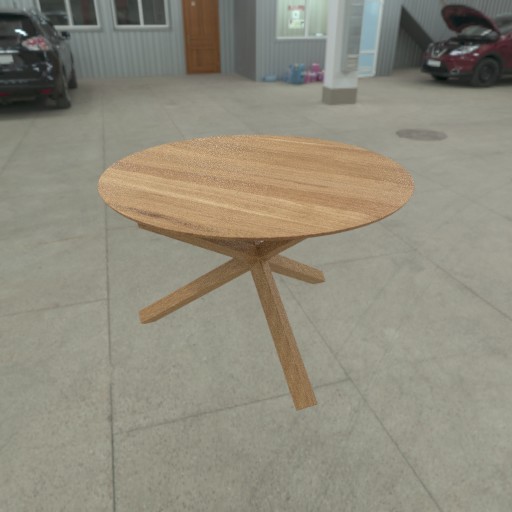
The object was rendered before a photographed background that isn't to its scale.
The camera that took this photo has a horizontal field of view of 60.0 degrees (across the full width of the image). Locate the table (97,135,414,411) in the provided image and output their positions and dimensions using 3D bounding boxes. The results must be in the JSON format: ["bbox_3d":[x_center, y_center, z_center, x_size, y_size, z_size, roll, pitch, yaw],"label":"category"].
[{"bbox_3d":[0.000,0.000,1.680,1.038,0.666,1.038,0,29,0],"label":"table"}]
